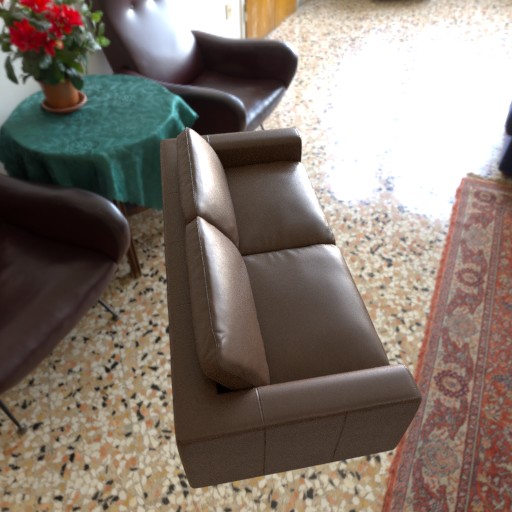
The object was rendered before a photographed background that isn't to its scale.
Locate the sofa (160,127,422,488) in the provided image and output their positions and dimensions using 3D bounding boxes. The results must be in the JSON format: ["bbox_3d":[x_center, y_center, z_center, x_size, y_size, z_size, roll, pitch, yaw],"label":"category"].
[{"bbox_3d":[0.000,0.000,2.682,1.070,0.801,2.262,-7,47,-7],"label":"sofa"}]
